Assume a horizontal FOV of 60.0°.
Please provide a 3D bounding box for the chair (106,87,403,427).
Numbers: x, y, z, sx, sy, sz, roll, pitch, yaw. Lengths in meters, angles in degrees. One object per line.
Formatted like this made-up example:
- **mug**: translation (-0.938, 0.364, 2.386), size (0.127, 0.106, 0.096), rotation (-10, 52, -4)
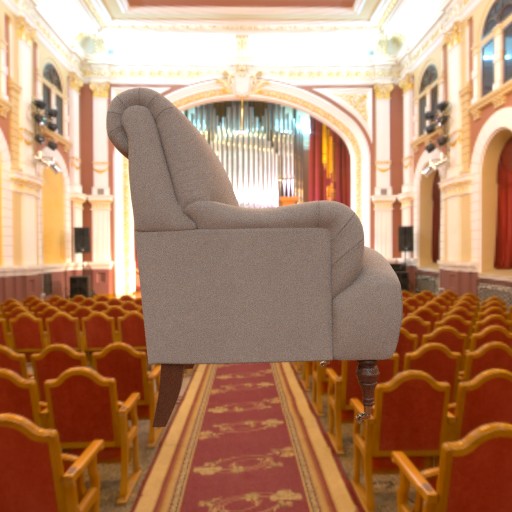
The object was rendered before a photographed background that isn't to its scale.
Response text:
- **chair**: translation (0.000, 0.000, 1.552), size (0.842, 0.942, 0.766), rotation (0, 0, -1)
